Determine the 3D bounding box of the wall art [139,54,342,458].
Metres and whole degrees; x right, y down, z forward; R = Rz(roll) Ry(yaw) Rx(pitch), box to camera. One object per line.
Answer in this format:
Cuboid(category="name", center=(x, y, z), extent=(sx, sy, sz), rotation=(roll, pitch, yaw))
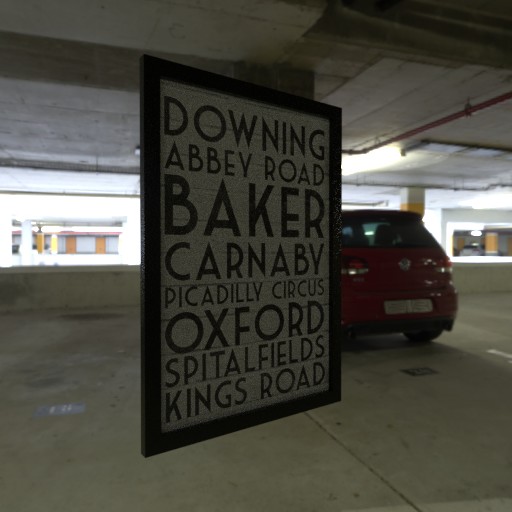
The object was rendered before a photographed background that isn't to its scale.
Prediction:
Cuboid(category="wall art", center=(0.000, 0.000, 0.568), extent=(0.304, 0.432, 0.013), rotation=(-1, 1, -36))
